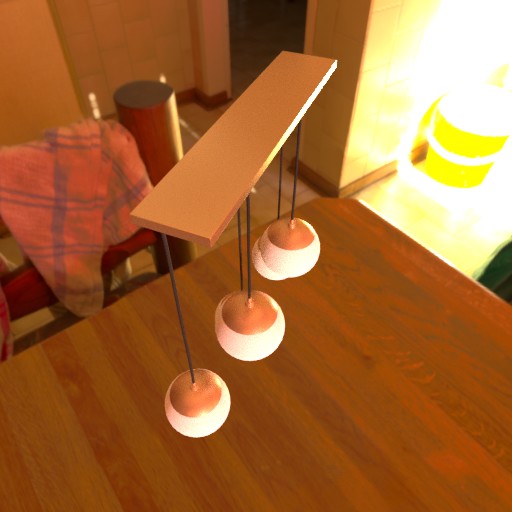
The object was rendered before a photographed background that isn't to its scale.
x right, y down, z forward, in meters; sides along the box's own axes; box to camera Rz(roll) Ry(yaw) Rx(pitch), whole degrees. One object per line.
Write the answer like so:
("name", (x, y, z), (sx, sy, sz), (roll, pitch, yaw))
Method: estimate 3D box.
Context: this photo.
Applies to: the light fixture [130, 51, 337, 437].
("light fixture", (0.000, 0.000, 1.296), (0.299, 0.869, 0.863), (17, 48, 16))
